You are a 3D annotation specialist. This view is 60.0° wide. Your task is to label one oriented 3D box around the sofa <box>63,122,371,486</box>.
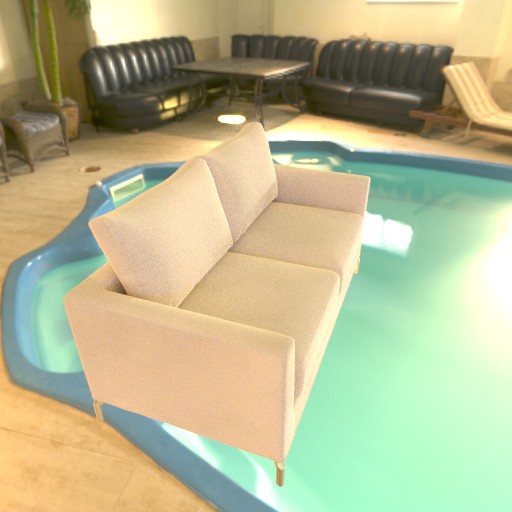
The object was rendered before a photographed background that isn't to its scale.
[{"bbox_3d":[0.000,0.000,2.303,0.906,0.995,1.739,11,32,18],"label":"sofa"}]
